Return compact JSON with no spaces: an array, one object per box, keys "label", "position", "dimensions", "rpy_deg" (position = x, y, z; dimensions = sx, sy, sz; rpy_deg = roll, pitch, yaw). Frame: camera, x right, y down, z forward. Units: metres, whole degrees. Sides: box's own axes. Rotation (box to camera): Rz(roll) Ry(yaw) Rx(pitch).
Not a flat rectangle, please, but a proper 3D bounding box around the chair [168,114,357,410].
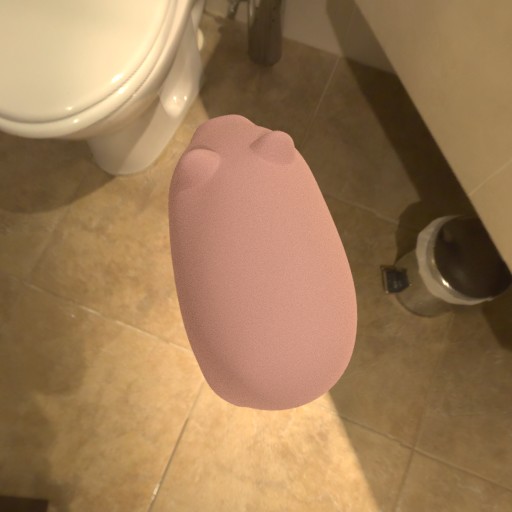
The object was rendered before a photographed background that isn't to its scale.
[{"label":"chair","position":[0.000,0.000,0.897],"dimensions":[0.364,0.423,0.619],"rpy_deg":[-14,76,-4]}]
